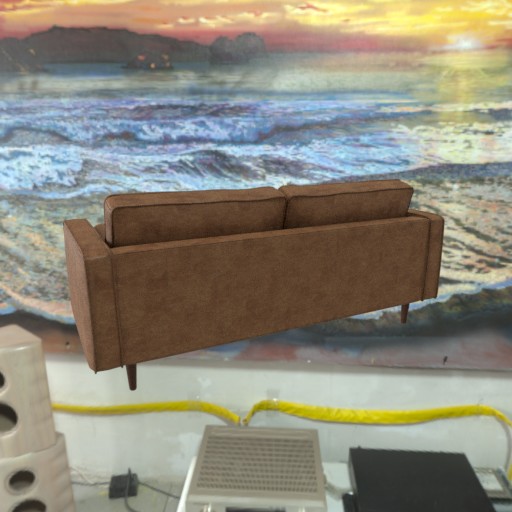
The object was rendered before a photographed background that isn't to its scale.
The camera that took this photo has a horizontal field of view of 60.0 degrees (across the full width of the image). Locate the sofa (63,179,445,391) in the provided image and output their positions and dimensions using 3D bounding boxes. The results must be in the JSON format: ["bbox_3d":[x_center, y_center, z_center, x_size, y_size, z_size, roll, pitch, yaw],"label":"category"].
[{"bbox_3d":[0.000,0.000,2.467,1.920,0.825,0.924,-7,17,-26],"label":"sofa"}]
